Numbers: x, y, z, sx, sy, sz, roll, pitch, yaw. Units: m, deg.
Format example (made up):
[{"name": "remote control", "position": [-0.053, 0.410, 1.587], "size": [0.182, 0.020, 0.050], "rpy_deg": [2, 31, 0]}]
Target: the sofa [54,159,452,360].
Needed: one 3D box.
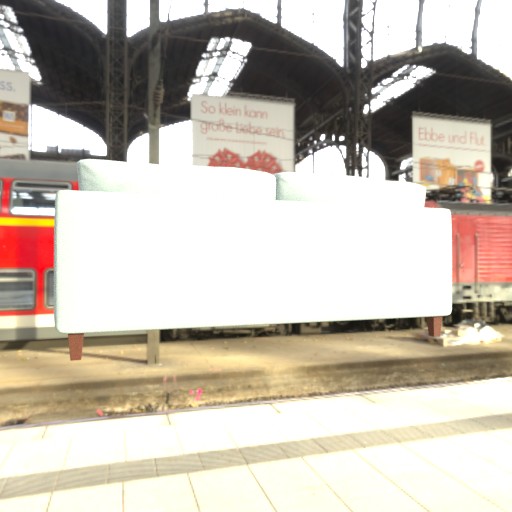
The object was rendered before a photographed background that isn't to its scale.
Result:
[{"name": "sofa", "position": [0.000, 0.000, 2.742], "size": [2.208, 0.965, 0.951], "rpy_deg": [0, -1, -19]}]
